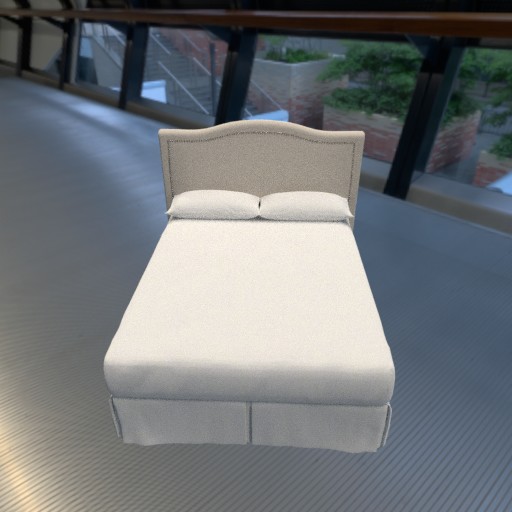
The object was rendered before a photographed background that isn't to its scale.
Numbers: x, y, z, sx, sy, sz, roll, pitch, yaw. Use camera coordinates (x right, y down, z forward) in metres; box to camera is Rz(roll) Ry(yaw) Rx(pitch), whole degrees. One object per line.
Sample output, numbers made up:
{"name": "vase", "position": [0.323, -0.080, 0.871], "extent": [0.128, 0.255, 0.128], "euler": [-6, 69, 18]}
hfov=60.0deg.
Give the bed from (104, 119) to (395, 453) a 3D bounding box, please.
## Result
{"name": "bed", "position": [0.000, 0.000, 3.222], "extent": [1.753, 1.460, 2.143], "euler": [1, 31, 2]}
